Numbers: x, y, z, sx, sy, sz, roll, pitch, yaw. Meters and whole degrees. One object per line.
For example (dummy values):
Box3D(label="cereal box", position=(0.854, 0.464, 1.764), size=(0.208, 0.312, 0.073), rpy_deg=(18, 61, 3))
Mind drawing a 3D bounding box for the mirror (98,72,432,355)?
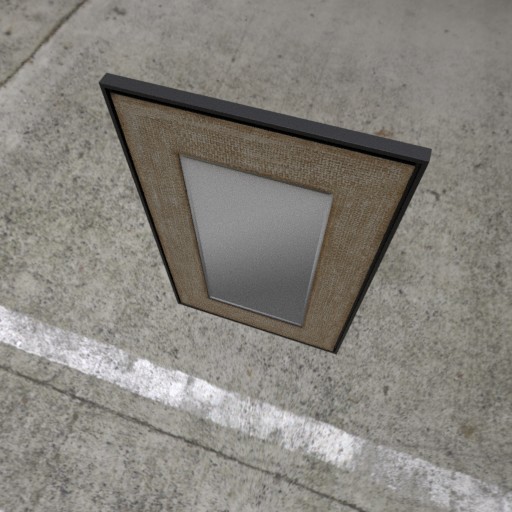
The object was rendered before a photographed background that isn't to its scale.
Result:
Box3D(label="mirror", position=(0.000, 0.000, 1.500), size=(0.762, 1.219, 0.038), rpy_deg=(16, 60, 10))
